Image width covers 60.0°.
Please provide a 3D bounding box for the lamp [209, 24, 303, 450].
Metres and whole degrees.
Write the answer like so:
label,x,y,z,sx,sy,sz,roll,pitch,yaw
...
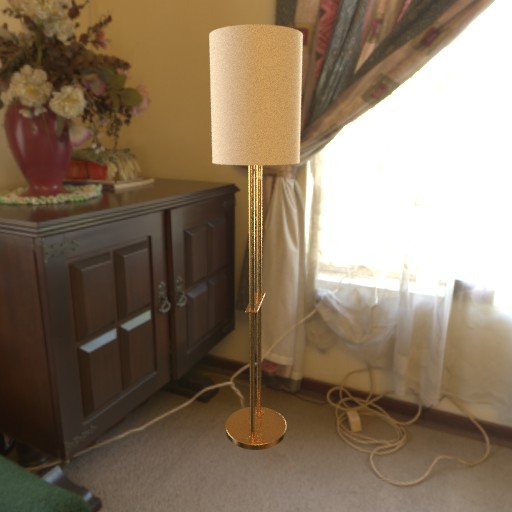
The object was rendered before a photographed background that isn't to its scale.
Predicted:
label,x,y,z,sx,sy,sz,roll,pitch,yaw
lamp,0.000,0.000,1.652,0.305,1.500,0.306,2,15,9
